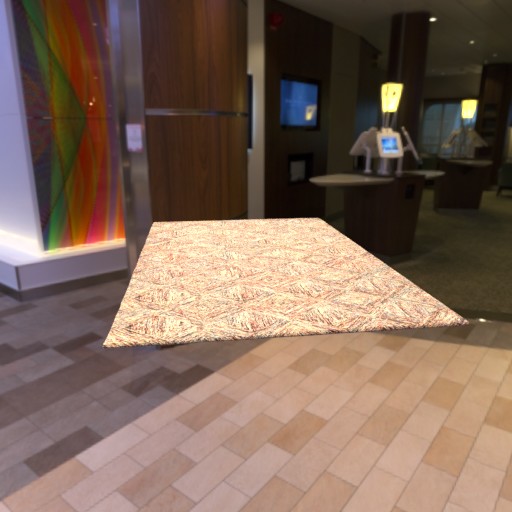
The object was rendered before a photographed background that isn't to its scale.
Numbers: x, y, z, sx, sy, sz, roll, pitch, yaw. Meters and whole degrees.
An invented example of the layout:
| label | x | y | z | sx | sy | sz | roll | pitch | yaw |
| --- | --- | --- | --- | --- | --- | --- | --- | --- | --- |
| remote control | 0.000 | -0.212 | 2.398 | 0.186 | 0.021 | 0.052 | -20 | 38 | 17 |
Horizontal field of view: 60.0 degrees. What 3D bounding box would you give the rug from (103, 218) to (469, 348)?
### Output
| label | x | y | z | sx | sy | sz | roll | pitch | yaw |
| --- | --- | --- | --- | --- | --- | --- | --- | --- | --- |
| rug | 0.000 | 0.000 | 2.186 | 1.143 | 0.014 | 1.761 | -2 | 16 | -8 |
